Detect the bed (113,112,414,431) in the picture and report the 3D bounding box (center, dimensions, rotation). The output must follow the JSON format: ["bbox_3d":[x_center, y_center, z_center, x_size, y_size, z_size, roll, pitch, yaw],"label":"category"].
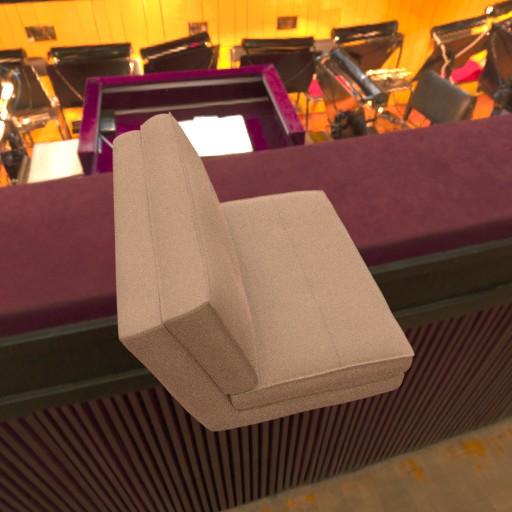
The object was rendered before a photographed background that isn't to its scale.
[{"bbox_3d":[0.000,0.000,1.363,0.749,0.614,0.799,-10,47,-9],"label":"bed"}]
